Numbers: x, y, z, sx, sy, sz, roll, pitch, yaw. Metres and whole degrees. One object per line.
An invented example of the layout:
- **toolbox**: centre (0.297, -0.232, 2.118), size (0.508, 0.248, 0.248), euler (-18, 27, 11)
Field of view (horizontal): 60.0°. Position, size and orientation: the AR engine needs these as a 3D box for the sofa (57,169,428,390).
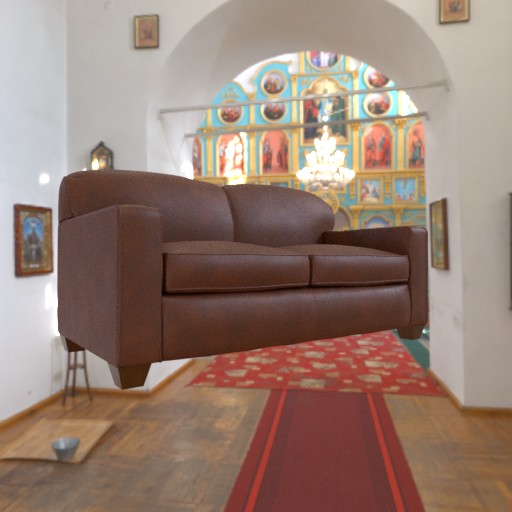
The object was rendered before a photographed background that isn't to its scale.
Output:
- **sofa**: centre (0.000, 0.000, 2.435), size (1.856, 0.966, 1.000), euler (0, -1, -36)
